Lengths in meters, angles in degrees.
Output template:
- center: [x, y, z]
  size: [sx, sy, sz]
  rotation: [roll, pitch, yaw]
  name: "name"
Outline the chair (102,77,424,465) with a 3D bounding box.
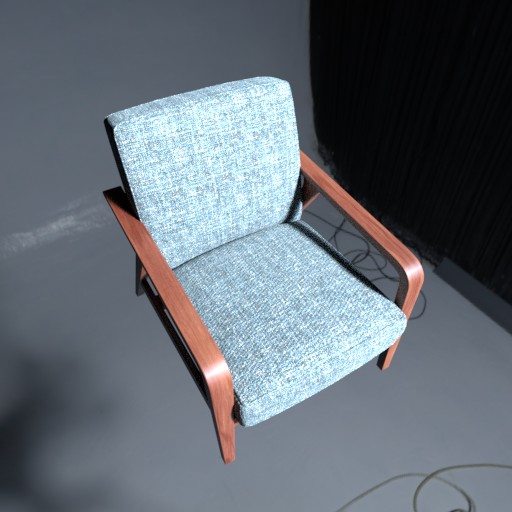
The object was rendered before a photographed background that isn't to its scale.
- center: [0.000, 0.000, 1.468]
  size: [0.719, 0.864, 0.889]
  rotation: [-23, 49, -21]
  name: "chair"
